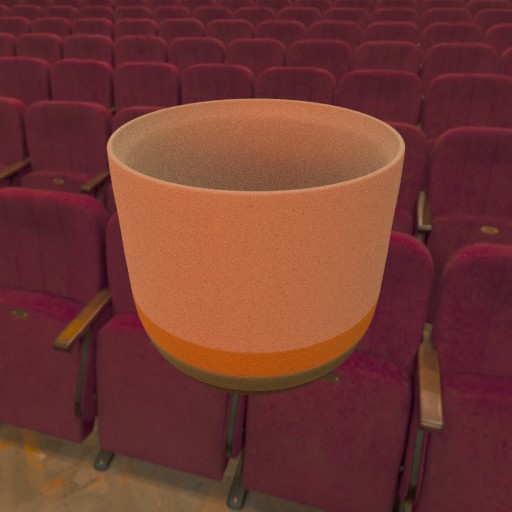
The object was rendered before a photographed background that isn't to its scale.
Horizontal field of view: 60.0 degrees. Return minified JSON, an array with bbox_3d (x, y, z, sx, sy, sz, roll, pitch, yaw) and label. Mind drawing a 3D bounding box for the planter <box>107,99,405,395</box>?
[{"bbox_3d":[0.000,0.000,0.482,0.268,0.270,0.268,0,33,0],"label":"planter"}]
